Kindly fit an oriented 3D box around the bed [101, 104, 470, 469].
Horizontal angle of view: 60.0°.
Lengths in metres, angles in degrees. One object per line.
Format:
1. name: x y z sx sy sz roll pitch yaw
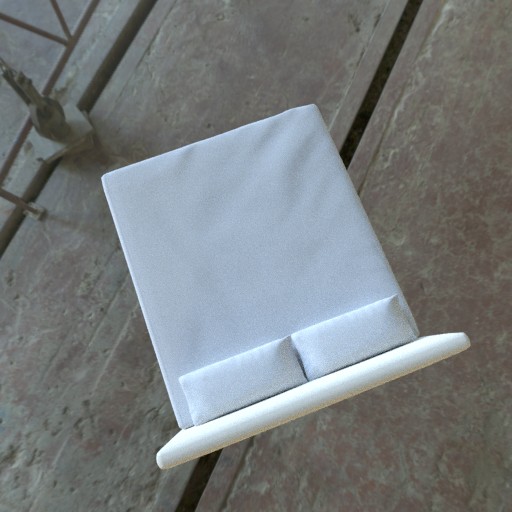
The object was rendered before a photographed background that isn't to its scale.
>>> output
1. bed: 0.000 0.000 3.525 2.119 1.317 2.341 -20 77 -5
